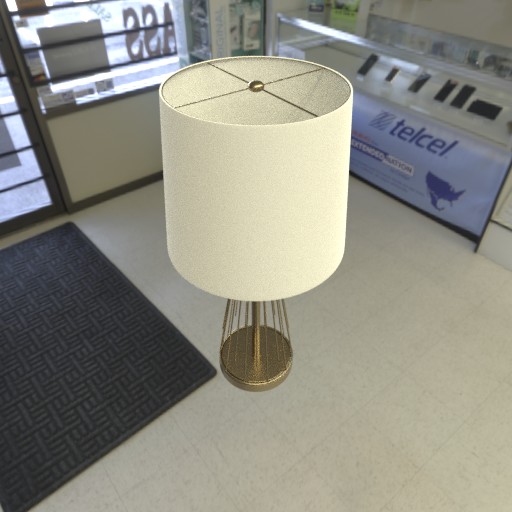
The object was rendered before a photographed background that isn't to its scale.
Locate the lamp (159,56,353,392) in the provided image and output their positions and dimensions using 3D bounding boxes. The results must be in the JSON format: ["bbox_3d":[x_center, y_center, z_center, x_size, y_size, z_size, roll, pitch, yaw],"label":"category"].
[{"bbox_3d":[0.000,0.000,0.795,0.303,0.618,0.303,0,40,0],"label":"lamp"}]
